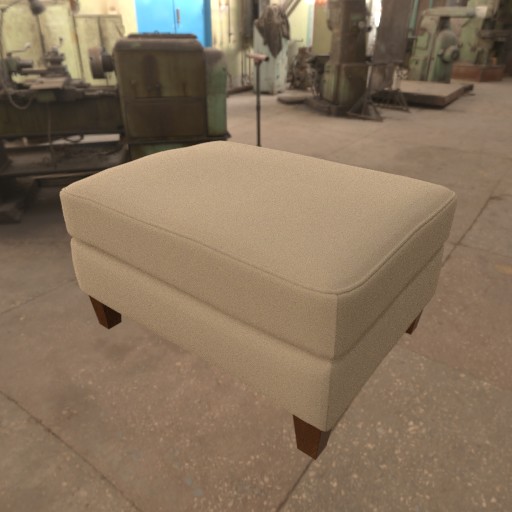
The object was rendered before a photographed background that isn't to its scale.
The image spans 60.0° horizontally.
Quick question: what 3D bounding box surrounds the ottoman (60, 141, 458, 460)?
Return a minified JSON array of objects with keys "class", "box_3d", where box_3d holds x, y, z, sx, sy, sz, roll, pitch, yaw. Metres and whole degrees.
[{"class":"ottoman","box_3d":[0.000,0.000,1.189,0.818,0.485,0.634,20,35,33]}]
